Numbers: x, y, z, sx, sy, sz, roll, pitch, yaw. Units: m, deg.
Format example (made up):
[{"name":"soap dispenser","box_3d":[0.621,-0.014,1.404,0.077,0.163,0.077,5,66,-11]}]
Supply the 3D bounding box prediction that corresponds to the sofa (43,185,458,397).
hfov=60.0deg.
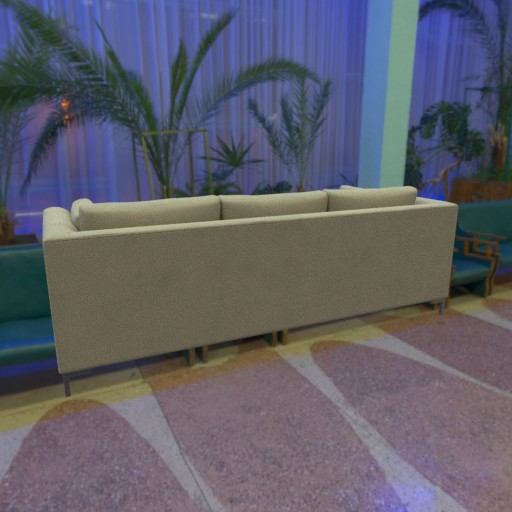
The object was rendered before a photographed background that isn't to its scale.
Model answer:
[{"name":"sofa","box_3d":[0.000,0.000,2.843,2.415,0.867,0.969,-7,16,-24]}]
